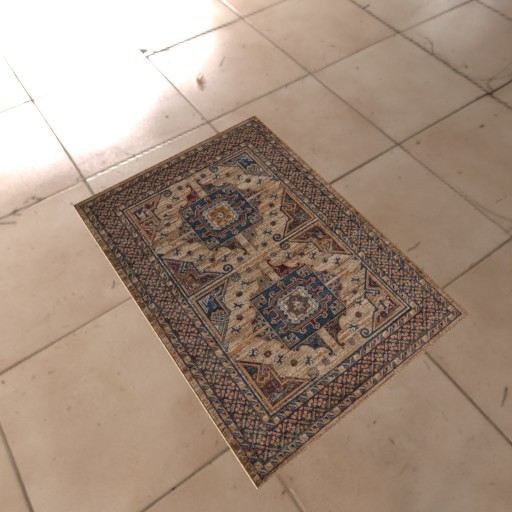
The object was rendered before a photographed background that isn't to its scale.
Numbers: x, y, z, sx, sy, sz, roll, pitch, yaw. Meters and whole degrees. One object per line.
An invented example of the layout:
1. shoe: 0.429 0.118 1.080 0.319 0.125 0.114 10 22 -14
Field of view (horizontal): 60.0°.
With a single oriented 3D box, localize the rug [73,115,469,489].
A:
1. rug: 0.000 0.000 2.935 1.611 0.008 2.227 -32 63 -18
